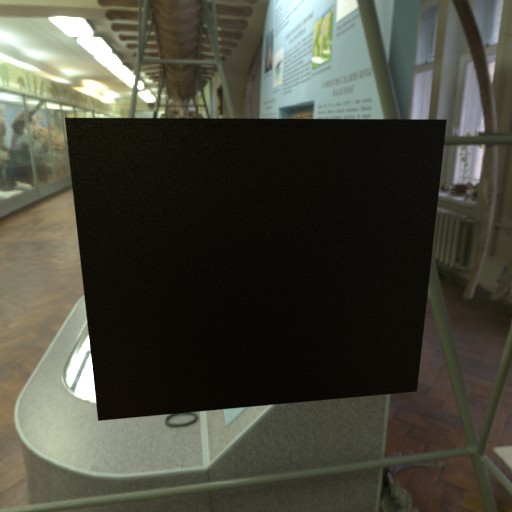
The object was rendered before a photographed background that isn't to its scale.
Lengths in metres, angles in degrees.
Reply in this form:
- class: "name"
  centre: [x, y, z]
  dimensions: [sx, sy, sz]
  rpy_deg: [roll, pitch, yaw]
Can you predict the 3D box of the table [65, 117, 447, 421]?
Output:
- class: "table"
  centre: [0.000, 0.000, 1.352]
  dimensions: [0.930, 0.790, 0.380]
  rpy_deg: [-2, 16, -8]
